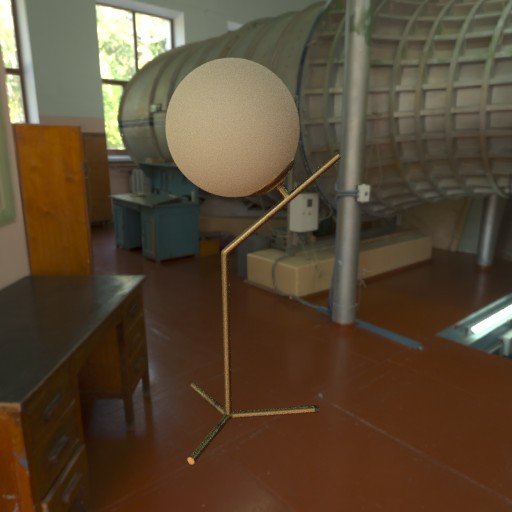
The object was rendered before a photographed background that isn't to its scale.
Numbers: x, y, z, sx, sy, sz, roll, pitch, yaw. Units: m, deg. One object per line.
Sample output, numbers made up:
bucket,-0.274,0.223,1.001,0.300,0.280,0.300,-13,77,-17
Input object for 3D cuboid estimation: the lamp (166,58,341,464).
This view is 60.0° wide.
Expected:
lamp,0.000,0.000,0.671,0.251,0.552,0.210,-2,14,-6
